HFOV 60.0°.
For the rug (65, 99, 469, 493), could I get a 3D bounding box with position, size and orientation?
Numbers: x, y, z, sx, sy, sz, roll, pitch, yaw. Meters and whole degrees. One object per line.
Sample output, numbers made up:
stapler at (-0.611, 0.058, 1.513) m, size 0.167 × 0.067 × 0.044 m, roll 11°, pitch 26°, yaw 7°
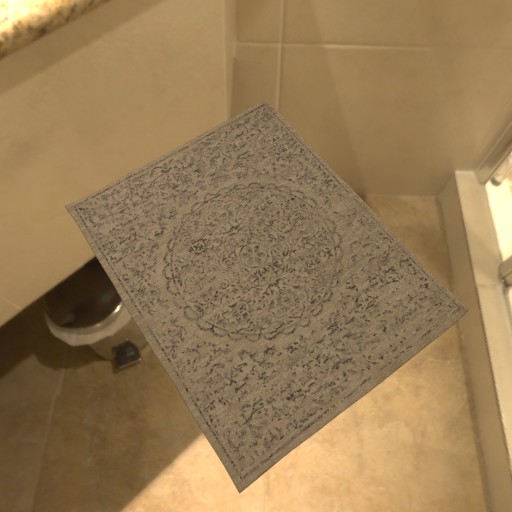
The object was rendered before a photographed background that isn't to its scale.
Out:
rug at (0.000, 0.000, 3.943) m, size 2.343 × 0.026 × 2.925 m, roll -33°, pitch 69°, yaw -14°
